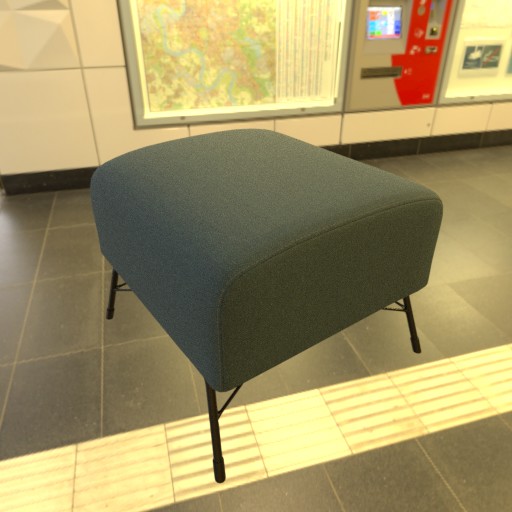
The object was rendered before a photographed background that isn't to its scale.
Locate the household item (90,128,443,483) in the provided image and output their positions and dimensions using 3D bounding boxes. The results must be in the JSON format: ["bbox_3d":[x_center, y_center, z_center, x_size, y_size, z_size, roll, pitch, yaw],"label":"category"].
[{"bbox_3d":[0.000,0.000,0.924,0.530,0.420,0.530,-20,37,-30],"label":"household item"}]
